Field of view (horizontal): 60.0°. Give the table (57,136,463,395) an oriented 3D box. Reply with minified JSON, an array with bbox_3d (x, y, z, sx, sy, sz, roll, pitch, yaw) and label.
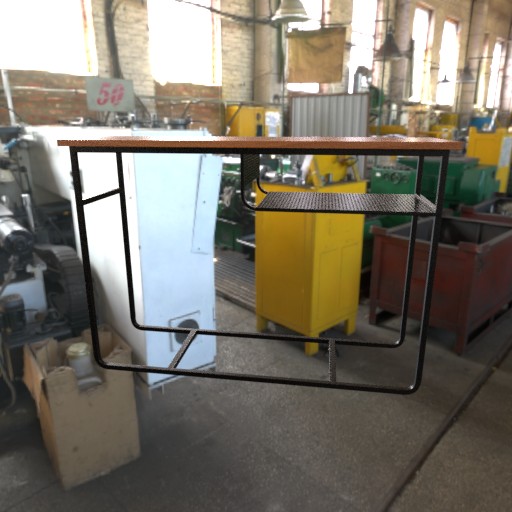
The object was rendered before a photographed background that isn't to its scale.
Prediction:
[{"bbox_3d":[0.000,0.000,1.463,1.100,0.750,0.350,3,17,8],"label":"table"}]
